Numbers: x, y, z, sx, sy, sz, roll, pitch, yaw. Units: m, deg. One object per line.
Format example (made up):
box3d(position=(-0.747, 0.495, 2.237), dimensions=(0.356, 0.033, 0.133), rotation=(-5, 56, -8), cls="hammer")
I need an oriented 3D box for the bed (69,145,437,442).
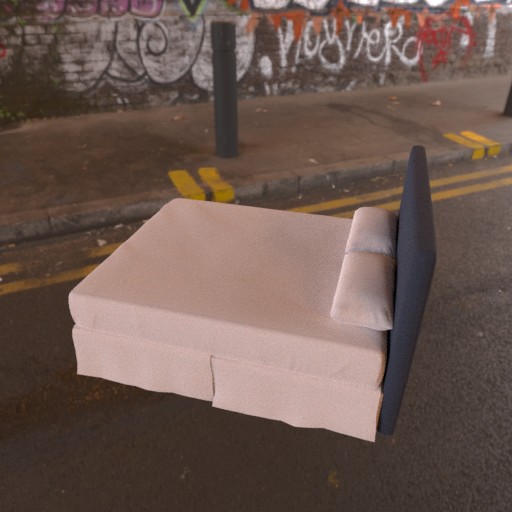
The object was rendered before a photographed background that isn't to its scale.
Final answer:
box3d(position=(0.000, 0.000, 3.188), dimensions=(2.162, 1.330, 1.713), rotation=(9, 32, 14), cls="bed")
